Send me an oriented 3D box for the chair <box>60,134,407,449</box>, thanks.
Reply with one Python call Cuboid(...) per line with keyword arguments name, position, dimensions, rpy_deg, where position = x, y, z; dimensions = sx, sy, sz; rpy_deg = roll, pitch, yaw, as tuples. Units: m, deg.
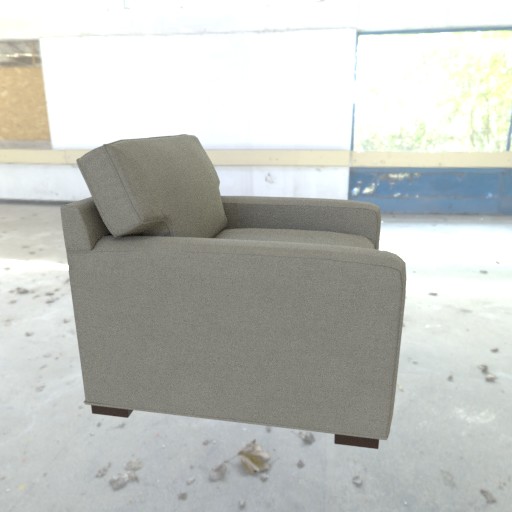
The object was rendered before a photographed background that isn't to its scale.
Cuboid(name="chair", position=(0.000, 0.000, 1.796), dimensions=(1.044, 0.934, 0.999), rpy_deg=(3, 17, 10))
